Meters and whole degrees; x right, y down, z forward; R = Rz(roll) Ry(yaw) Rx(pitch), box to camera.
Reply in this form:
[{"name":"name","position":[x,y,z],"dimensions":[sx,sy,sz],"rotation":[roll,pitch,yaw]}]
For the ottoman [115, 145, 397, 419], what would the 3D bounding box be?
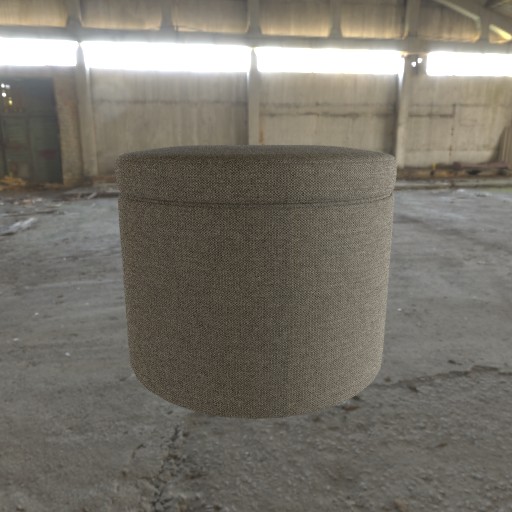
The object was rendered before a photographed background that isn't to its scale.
[{"name":"ottoman","position":[0.000,0.000,0.863],"dimensions":[0.500,0.419,0.500],"rotation":[0,14,0]}]
